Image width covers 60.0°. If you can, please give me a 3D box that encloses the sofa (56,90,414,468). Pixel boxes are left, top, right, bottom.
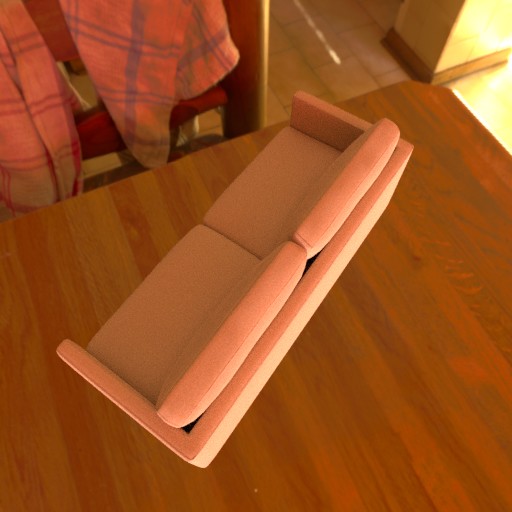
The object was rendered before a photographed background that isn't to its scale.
[{"bbox_3d":[0.000,0.000,2.845,0.951,0.968,2.361,32,67,16],"label":"sofa"}]
